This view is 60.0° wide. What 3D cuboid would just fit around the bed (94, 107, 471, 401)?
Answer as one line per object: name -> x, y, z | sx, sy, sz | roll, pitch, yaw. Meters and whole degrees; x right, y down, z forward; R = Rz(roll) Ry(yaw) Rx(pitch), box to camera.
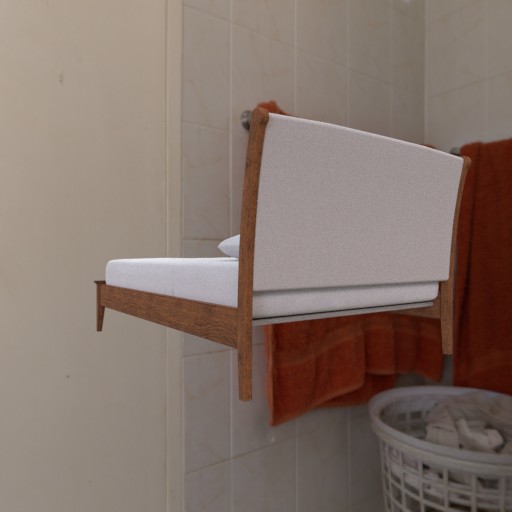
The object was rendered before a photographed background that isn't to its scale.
bed -> 0.000, 0.000, 2.914 | 1.502, 1.135, 2.108 | 0, 0, -35
